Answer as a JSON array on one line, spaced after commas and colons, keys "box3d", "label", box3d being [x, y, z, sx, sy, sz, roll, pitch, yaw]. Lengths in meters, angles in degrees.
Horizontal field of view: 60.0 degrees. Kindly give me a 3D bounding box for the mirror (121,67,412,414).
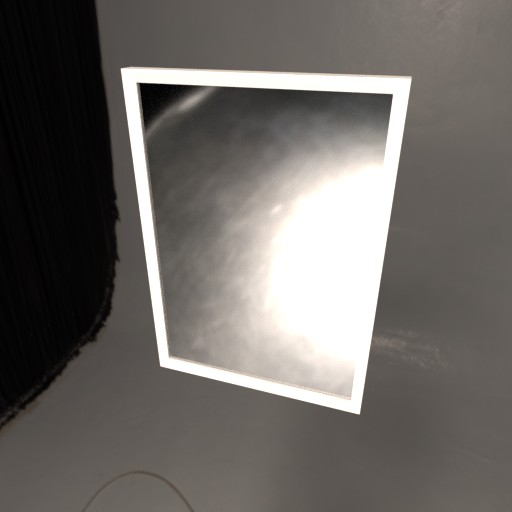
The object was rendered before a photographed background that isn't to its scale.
[{"box3d": [0.000, 0.000, 0.922, 0.507, 0.710, 0.039, 9, 29, 16], "label": "mirror"}]
